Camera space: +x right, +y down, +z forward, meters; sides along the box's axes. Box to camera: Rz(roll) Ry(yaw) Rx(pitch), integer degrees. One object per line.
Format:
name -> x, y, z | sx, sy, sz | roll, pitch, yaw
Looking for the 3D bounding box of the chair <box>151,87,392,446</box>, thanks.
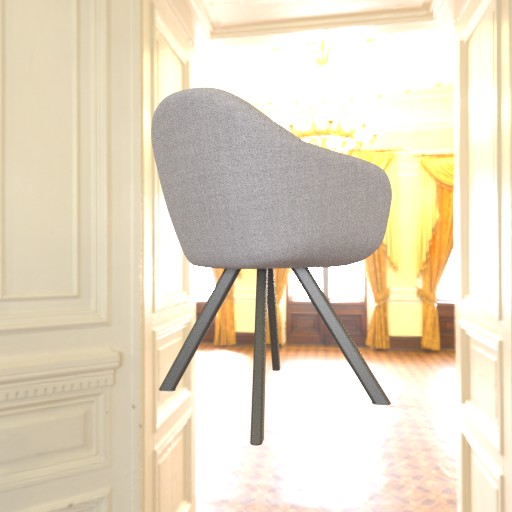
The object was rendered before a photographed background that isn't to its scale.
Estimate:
chair -> 0.000, 0.000, 1.229 | 0.550, 0.795, 0.590 | 0, 0, -36
